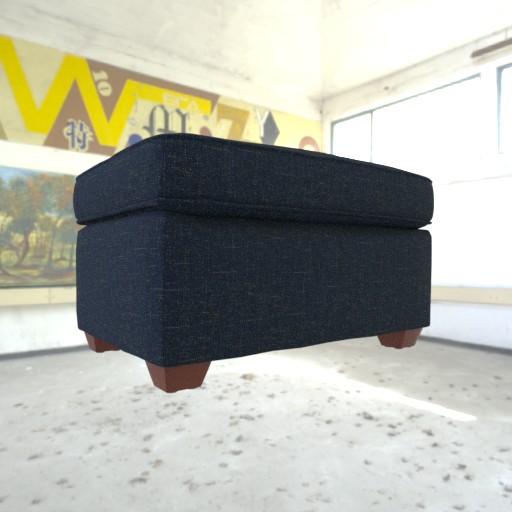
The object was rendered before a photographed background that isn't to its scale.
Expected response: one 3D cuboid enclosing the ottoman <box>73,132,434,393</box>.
[{"bbox_3d":[0.000,0.000,1.080,0.749,0.450,0.549,0,-1,-36],"label":"ottoman"}]
